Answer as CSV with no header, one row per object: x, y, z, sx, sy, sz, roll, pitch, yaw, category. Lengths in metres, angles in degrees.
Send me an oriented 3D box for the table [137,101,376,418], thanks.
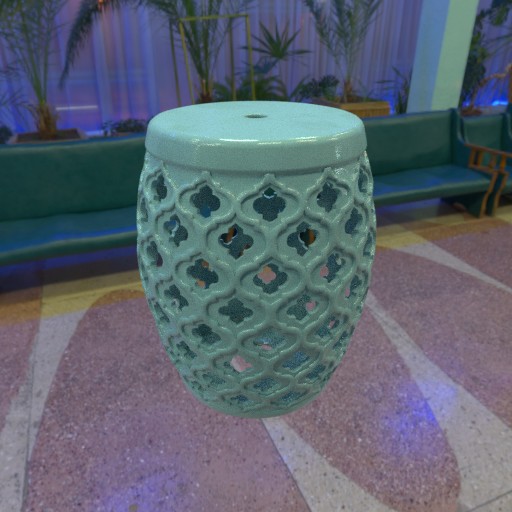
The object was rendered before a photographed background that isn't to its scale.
0.000,0.000,0.634,0.325,0.388,0.325,0,27,0,table
